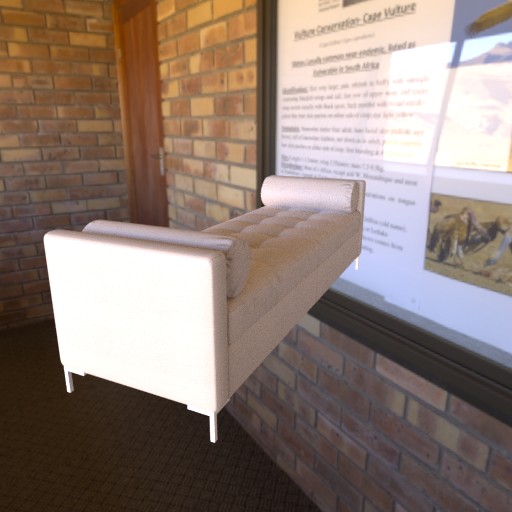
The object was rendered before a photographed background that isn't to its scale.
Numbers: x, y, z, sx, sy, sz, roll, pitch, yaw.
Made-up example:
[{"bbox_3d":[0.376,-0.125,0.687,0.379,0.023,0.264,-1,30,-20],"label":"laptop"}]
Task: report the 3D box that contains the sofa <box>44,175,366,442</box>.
[{"bbox_3d":[0.000,0.000,2.316,0.686,0.635,1.981,8,18,25],"label":"sofa"}]
